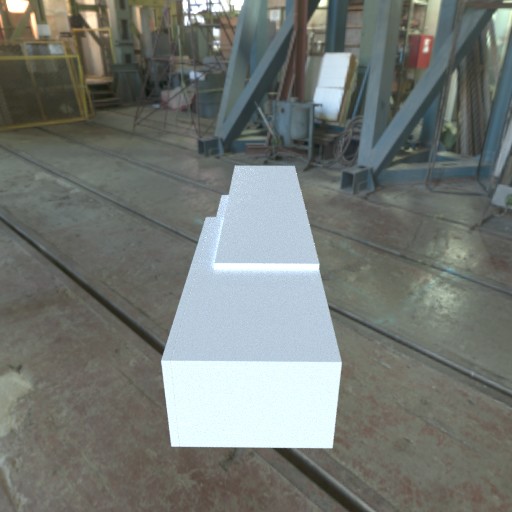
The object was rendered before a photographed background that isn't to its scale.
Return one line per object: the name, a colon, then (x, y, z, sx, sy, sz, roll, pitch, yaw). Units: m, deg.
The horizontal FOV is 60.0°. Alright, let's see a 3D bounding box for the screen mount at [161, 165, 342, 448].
screen mount: (0.000, 0.000, 1.844, 0.420, 0.320, 1.680, 0, 26, 1)
